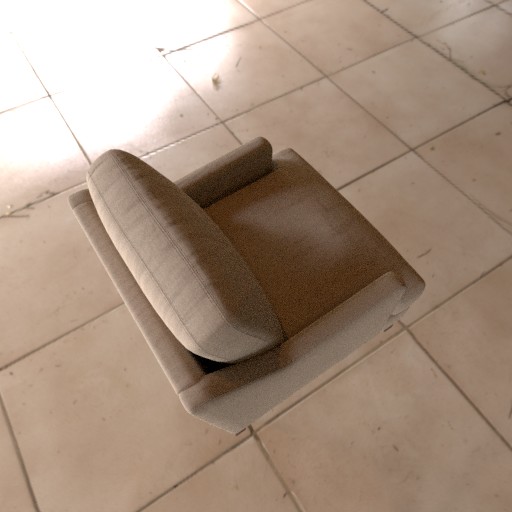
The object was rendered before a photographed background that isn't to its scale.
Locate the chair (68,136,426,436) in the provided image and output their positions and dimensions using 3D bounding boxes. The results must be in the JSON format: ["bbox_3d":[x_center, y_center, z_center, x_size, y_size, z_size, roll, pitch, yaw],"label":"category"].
[{"bbox_3d":[0.000,0.000,1.690,1.001,0.916,0.912,-30,62,-17],"label":"chair"}]
